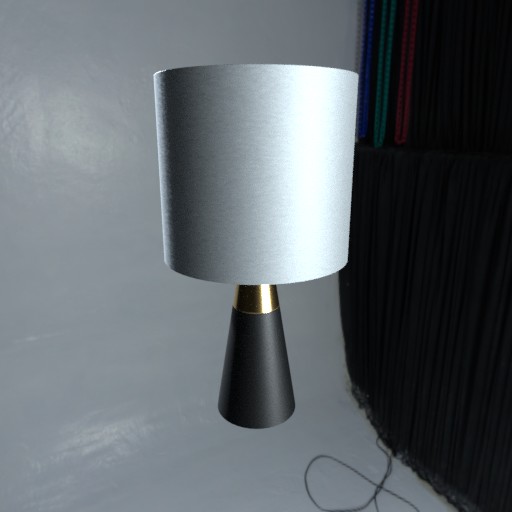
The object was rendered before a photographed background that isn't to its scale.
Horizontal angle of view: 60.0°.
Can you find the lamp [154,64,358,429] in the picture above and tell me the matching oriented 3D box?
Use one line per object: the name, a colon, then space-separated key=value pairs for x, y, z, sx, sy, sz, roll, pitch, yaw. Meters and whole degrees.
lamp: x=0.000 y=0.000 z=0.759 sx=0.308 sy=0.580 sz=0.308 roll=-8 pitch=18 yaw=-26
